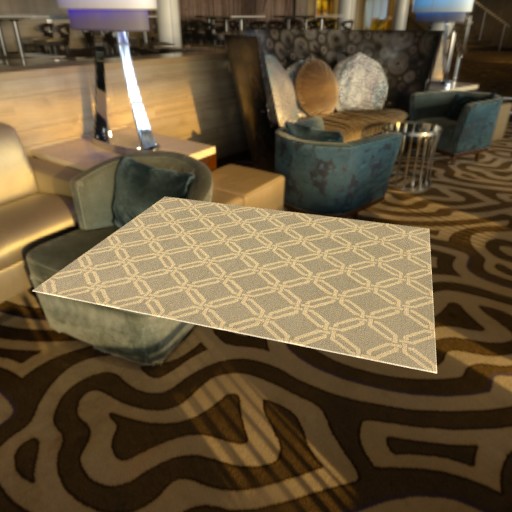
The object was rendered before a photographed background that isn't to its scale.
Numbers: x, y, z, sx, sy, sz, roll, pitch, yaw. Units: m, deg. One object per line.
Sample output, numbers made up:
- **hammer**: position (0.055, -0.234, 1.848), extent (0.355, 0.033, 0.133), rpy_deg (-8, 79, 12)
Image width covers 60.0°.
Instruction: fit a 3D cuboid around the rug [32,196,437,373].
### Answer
- **rug**: position (0.000, 0.000, 4.471), extent (3.353, 0.013, 2.438), rpy_deg (9, 29, 16)
